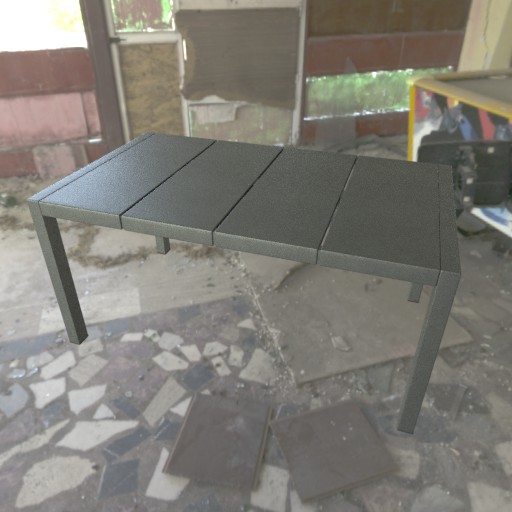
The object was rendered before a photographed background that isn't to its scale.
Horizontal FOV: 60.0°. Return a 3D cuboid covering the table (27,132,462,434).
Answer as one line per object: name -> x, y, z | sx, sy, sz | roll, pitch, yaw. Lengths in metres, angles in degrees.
table -> 0.000, 0.000, 1.267 | 0.965, 0.460, 0.559 | 10, 34, 16
